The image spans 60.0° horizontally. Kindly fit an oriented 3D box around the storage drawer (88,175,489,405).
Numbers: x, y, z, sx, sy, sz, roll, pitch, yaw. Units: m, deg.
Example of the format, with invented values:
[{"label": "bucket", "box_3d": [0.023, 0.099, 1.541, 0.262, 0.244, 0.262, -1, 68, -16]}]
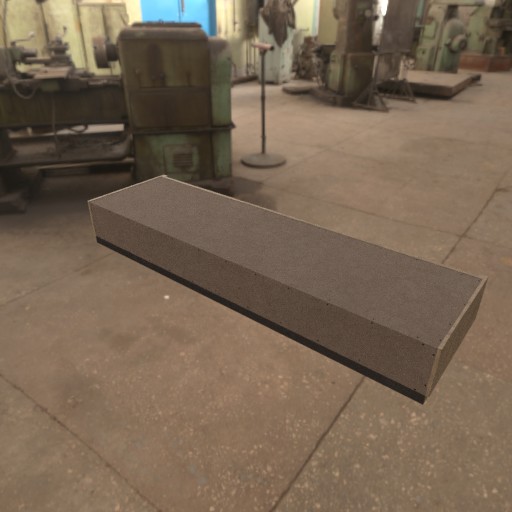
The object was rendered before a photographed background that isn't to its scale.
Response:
[{"label": "storage drawer", "box_3d": [0.000, 0.000, 2.322, 2.072, 0.274, 0.591, 22, 36, 33]}]
